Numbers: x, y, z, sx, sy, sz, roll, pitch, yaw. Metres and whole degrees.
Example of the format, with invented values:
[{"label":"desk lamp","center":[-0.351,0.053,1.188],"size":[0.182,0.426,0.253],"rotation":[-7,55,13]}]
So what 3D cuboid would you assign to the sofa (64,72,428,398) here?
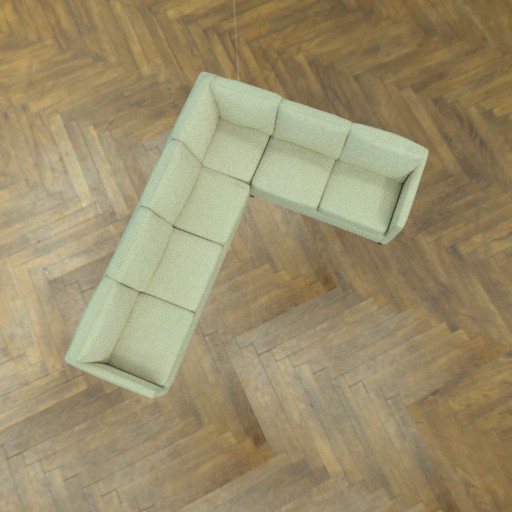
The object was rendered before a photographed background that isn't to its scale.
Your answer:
[{"label":"sofa","center":[0.000,0.000,4.531],"size":[2.593,0.947,3.302],"rotation":[21,78,5]}]
